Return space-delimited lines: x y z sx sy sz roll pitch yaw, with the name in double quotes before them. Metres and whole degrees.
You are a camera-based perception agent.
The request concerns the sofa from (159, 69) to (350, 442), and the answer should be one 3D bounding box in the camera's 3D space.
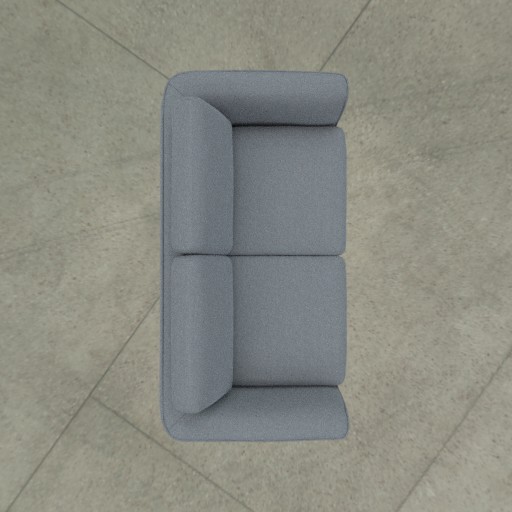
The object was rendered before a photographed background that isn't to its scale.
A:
"sofa" 0.000 0.000 2.205 0.920 0.850 1.700 0 90 0
